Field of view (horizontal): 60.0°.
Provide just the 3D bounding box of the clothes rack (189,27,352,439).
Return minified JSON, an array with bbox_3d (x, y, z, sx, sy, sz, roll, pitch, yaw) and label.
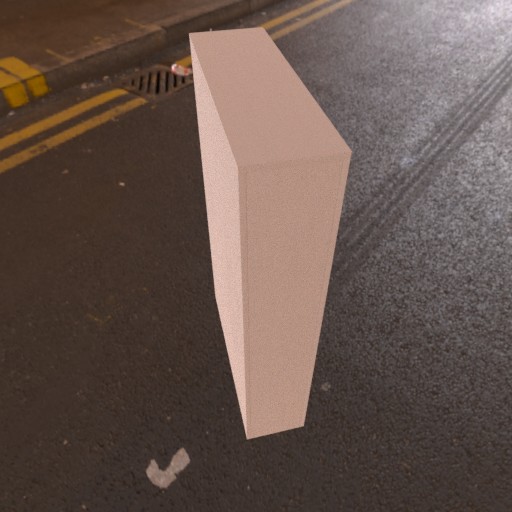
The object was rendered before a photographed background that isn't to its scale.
[{"bbox_3d":[0.000,0.000,1.588,0.250,1.280,0.750,-9,46,-9],"label":"clothes rack"}]
